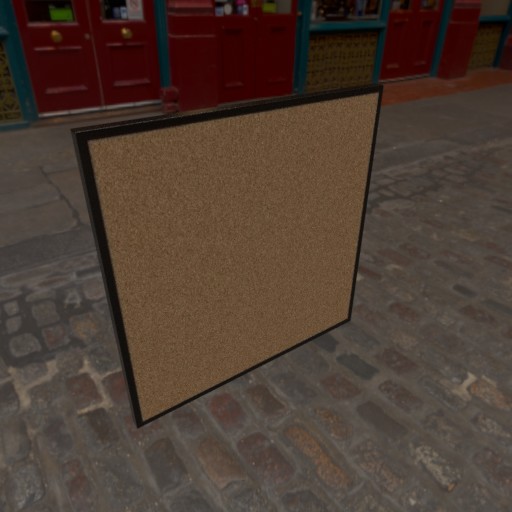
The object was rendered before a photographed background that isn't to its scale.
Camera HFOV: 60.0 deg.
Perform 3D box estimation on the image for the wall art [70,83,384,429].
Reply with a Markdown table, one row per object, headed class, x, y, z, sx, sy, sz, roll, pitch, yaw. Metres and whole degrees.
| class | x | y | z | sx | sy | sz | roll | pitch | yaw |
| --- | --- | --- | --- | --- | --- | --- | --- | --- | --- |
| wall art | 0.000 | 0.000 | 0.522 | 0.349 | 0.349 | 0.014 | -20 | 36 | -29 |
